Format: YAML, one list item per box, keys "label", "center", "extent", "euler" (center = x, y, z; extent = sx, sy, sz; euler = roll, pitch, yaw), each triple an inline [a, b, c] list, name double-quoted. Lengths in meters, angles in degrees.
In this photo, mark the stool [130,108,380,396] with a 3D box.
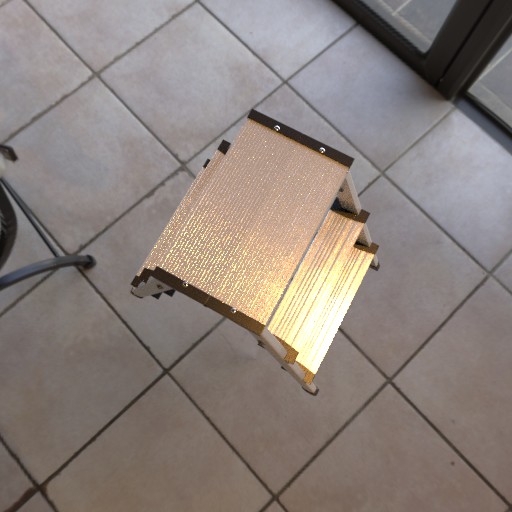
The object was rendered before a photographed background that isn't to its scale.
- label: "stool"
  center: [0.000, 0.000, 1.038]
  extent: [0.622, 0.605, 0.437]
  euler: [28, 78, 6]
